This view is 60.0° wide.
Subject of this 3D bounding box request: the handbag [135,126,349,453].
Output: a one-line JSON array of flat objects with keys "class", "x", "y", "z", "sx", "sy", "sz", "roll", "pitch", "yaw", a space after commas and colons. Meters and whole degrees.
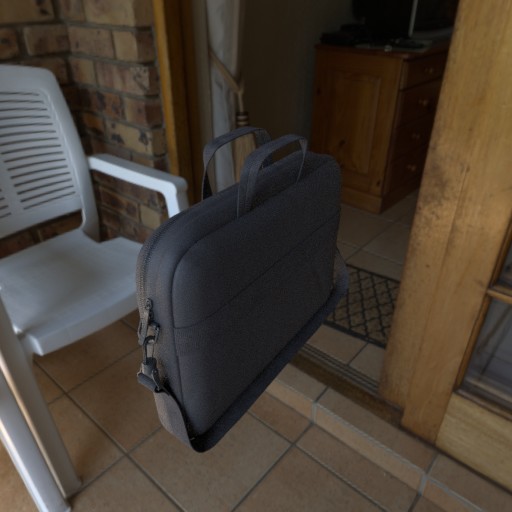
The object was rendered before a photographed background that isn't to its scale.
[{"class": "handbag", "x": 0.000, "y": 0.000, "z": 0.439, "sx": 0.089, "sy": 0.244, "sz": 0.320, "roll": 20, "pitch": 37, "yaw": 29}]
